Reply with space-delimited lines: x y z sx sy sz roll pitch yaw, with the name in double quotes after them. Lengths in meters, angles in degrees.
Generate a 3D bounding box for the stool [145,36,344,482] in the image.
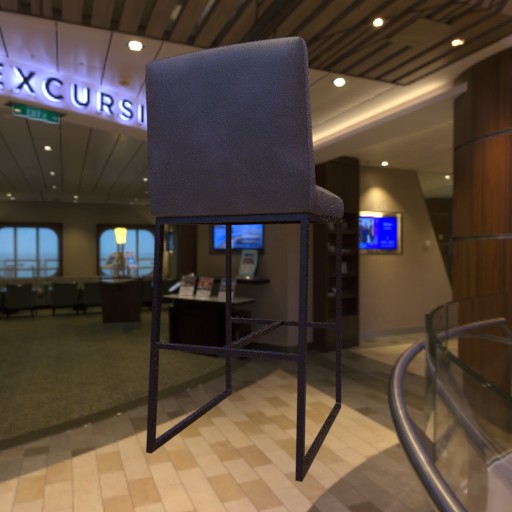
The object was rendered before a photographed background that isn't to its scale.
0.000 0.000 1.373 0.463 1.065 0.562 0 1 21 "stool"
